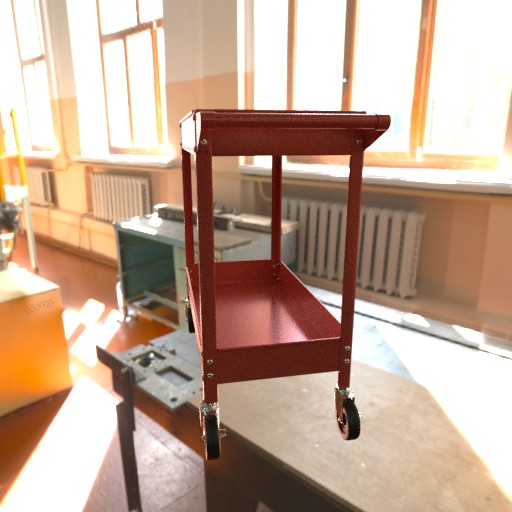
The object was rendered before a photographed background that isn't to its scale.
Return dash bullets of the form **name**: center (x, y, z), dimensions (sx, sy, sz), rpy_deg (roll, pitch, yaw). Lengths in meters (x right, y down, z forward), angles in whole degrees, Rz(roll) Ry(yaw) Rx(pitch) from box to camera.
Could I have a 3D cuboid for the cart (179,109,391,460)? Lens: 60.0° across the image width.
- **cart**: center (0.000, 0.000, 1.197), dimensions (0.366, 0.719, 0.779), rpy_deg (-3, 15, -11)
